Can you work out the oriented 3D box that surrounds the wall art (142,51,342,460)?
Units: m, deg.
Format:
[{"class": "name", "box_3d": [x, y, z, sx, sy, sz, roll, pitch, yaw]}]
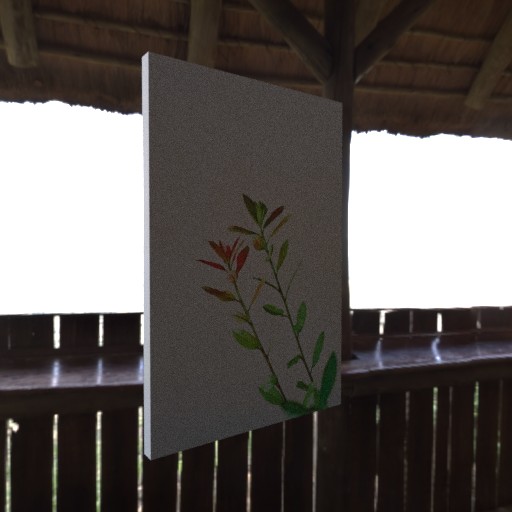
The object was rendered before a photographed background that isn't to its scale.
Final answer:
[{"class": "wall art", "box_3d": [0.000, 0.000, 1.184, 0.612, 0.915, 0.039, -1, 2, -35]}]
